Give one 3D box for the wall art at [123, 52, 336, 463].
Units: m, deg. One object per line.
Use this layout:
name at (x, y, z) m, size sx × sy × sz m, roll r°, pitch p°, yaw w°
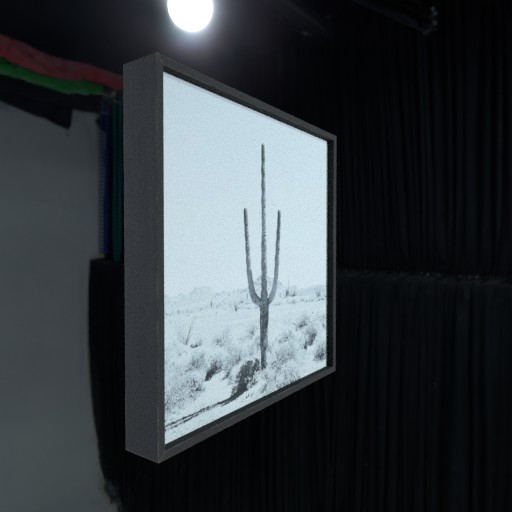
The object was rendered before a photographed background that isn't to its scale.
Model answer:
wall art at (0.000, 0.000, 0.463) m, size 0.038 × 0.305 × 0.305 m, roll 1°, pitch 2°, yaw 35°
